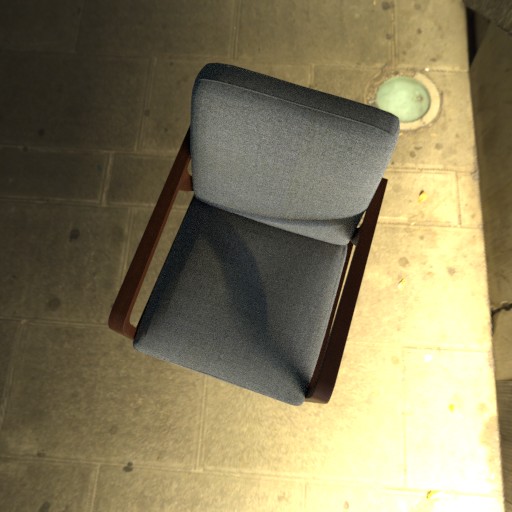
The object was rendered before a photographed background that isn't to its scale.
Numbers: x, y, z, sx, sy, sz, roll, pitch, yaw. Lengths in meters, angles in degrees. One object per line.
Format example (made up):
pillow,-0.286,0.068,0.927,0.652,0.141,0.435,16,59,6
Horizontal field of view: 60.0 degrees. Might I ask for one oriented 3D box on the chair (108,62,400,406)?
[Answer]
chair,0.000,0.000,1.523,0.704,0.847,0.858,18,76,5
